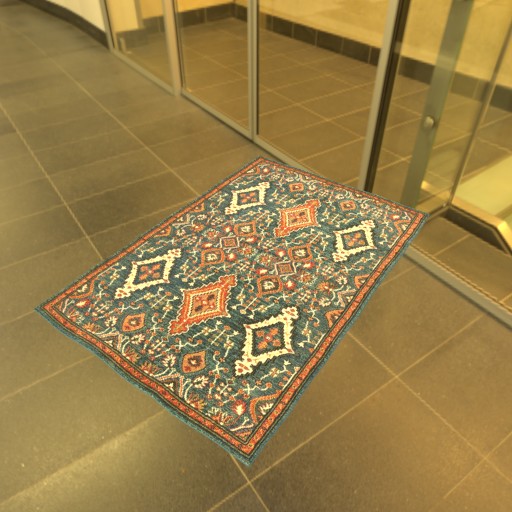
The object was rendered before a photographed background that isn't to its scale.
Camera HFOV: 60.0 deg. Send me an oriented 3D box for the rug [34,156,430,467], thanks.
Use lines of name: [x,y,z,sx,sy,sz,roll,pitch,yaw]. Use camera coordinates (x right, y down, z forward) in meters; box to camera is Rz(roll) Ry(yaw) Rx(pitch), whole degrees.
rug: [0.000,0.000,3.024,1.622,0.009,2.373,25,47,26]
